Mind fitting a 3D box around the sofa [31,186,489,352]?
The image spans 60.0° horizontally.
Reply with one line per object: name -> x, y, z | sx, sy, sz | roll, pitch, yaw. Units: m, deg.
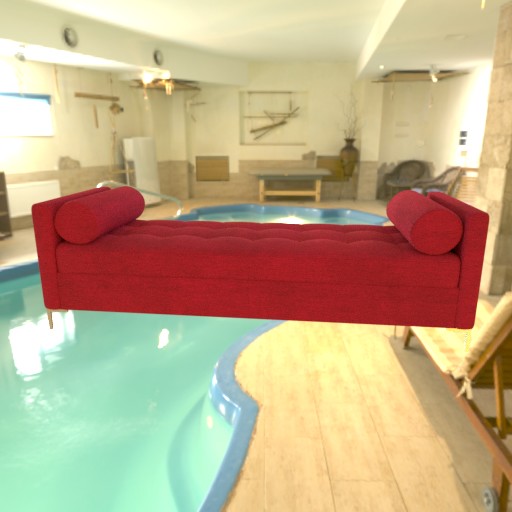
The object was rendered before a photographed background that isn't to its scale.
sofa -> 0.000, 0.000, 2.293 | 1.981, 0.635, 0.686 | 2, 16, 7
